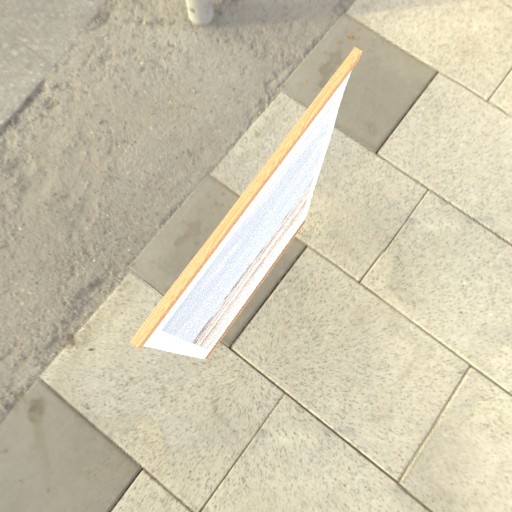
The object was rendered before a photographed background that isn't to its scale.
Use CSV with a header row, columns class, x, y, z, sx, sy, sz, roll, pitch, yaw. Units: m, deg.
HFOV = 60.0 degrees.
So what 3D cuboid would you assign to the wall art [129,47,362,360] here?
class,x,y,z,sx,sy,sz,roll,pitch,yaw
wall art,0.000,0.000,1.895,0.025,1.521,1.011,34,78,8
